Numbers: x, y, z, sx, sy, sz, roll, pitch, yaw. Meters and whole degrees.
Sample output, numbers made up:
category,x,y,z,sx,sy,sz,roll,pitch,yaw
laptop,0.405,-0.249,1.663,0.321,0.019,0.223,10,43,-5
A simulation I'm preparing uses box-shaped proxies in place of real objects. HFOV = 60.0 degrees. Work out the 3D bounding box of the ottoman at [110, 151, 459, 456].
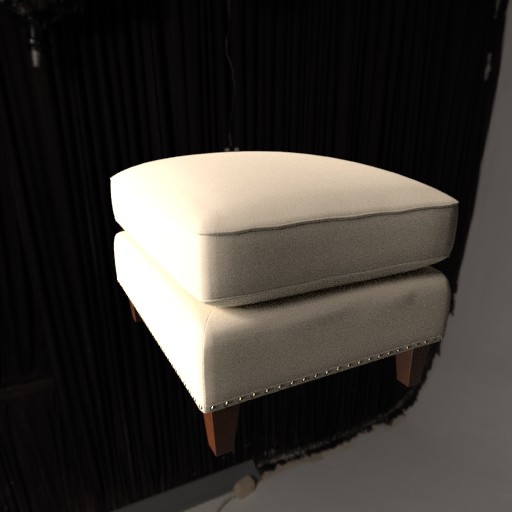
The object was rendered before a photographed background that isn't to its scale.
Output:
category,x,y,z,sx,sy,sz,roll,pitch,yaw
ottoman,0.000,0.000,1.133,0.584,0.513,0.741,-9,19,-26
